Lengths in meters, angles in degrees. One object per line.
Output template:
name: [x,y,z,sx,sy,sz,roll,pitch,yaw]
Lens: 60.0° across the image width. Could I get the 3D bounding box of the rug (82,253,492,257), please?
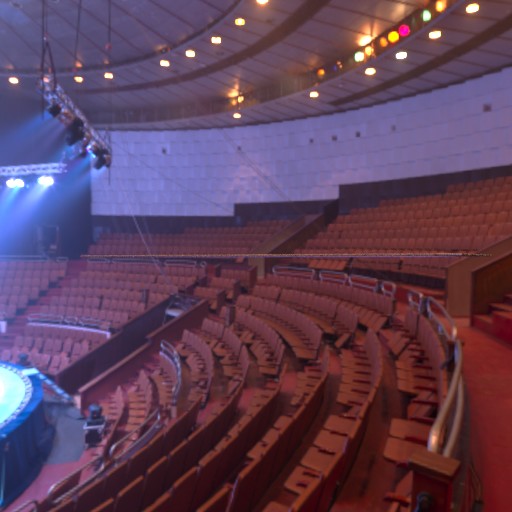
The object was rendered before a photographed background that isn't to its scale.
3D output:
rug: [0.000,0.000,2.670,2.440,0.013,0.769,0,0,35]
